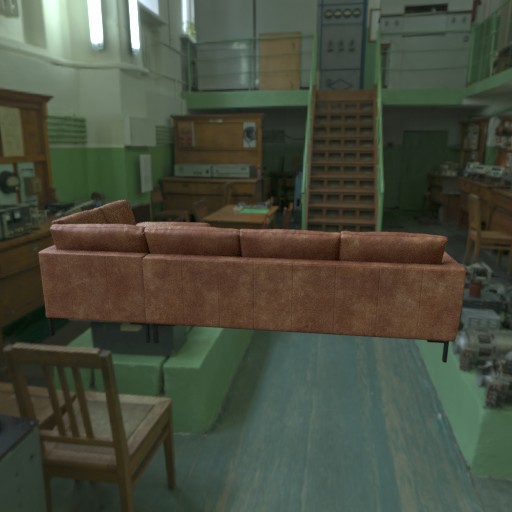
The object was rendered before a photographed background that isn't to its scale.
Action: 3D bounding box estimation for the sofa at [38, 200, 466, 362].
[{"bbox_3d":[0.000,0.000,3.962,2.984,0.877,1.938,2,15,8],"label":"sofa"}]
